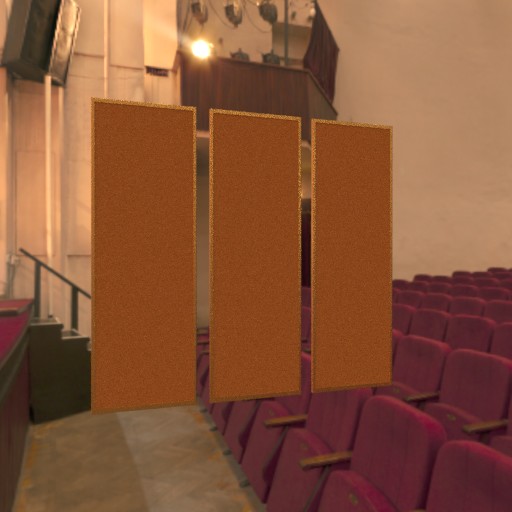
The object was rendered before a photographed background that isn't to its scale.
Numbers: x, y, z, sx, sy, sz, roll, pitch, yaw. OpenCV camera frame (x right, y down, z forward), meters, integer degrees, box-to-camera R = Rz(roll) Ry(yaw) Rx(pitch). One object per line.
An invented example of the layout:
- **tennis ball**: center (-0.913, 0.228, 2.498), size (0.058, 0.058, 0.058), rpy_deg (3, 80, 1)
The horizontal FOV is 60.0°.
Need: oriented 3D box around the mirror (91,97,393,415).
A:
- **mirror**: center (0.000, 0.000, 1.449), size (1.011, 0.926, 0.023), rpy_deg (0, 0, -17)
